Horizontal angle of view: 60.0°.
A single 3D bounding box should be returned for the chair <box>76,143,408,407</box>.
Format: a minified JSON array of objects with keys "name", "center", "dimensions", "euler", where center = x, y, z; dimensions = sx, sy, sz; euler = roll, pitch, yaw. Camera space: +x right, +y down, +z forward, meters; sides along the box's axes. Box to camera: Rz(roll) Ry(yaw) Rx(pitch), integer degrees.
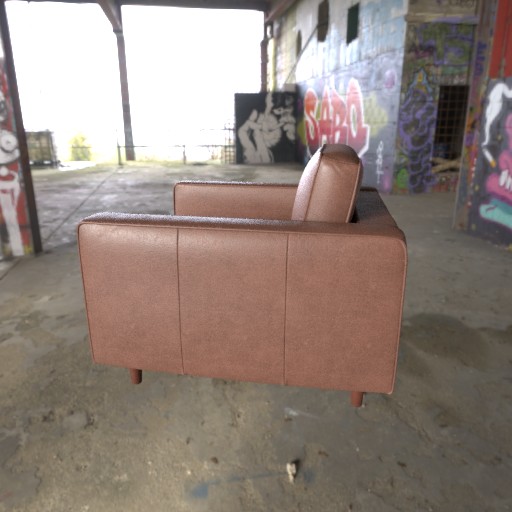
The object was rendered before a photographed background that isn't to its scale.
[{"name":"chair","center":[0.000,0.000,1.584],"dimensions":[0.900,0.770,0.920],"euler":[3,17,9]}]
